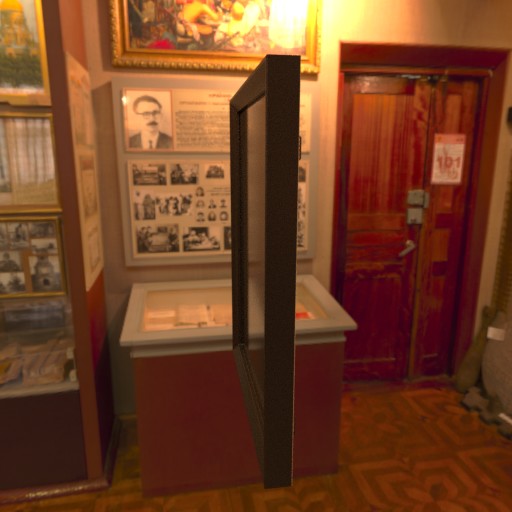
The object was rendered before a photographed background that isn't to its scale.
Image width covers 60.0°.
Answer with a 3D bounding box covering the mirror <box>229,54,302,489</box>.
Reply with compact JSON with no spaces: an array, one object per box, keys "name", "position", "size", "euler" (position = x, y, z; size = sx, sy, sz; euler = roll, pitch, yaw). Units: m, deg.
[{"name":"mirror","position":[0.000,0.000,0.699],"size":[0.041,0.509,0.406],"euler":[-2,13,-8]}]
